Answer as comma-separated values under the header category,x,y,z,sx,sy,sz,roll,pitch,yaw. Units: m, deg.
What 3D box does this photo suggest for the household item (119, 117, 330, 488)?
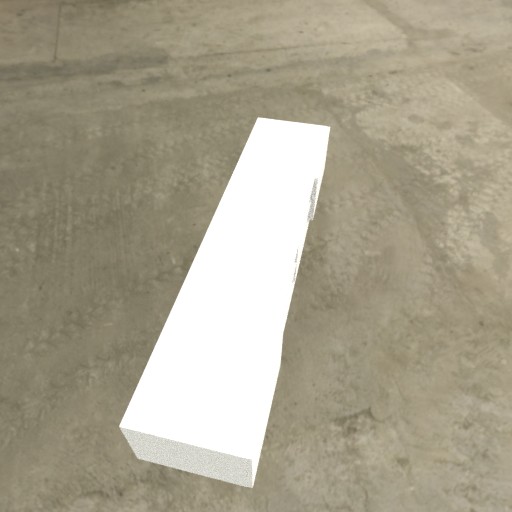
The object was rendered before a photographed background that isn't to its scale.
category,x,y,z,sx,sy,sz,roll,pitch,yaw
household item,0.000,0.000,2.047,0.420,0.310,1.850,10,48,9
